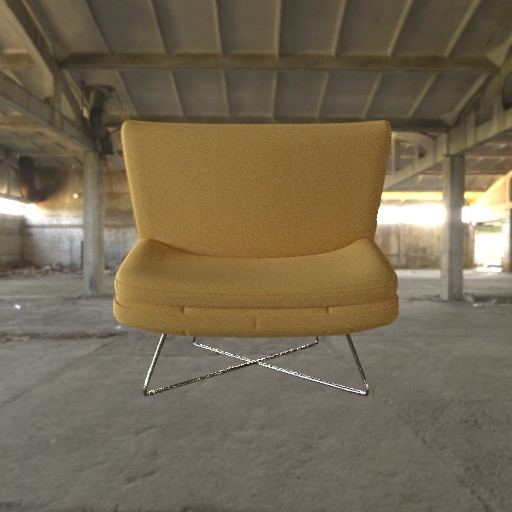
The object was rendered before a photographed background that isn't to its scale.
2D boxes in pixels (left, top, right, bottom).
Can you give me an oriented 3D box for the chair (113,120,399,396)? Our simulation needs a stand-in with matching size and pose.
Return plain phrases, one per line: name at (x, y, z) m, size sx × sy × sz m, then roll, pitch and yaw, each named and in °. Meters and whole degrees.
chair at (0.000, 0.000, 1.628) m, size 0.859 × 0.855 × 1.008 m, roll 0°, pitch 1°, yaw 0°
